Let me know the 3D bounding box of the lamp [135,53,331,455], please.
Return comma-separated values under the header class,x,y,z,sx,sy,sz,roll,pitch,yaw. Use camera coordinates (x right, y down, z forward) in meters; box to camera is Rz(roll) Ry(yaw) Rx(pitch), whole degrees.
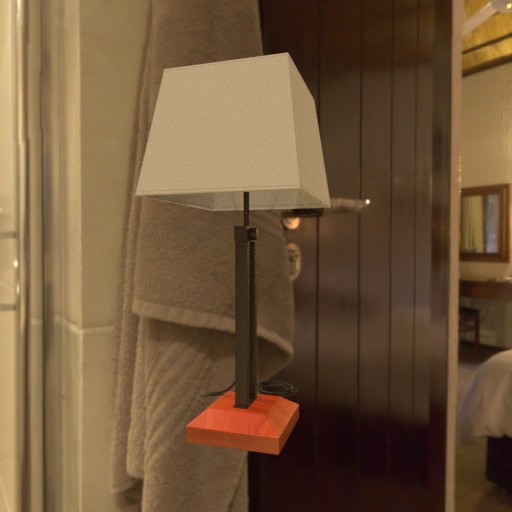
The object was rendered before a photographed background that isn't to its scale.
class,x,y,z,sx,sy,sz,roll,pitch,yaw
lamp,0.000,0.000,1.004,0.310,0.737,0.498,0,1,18
